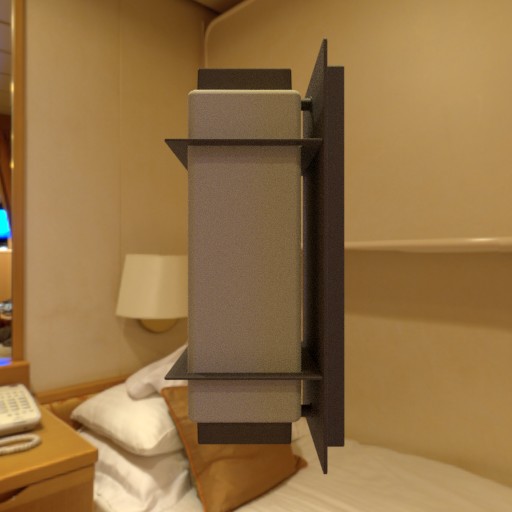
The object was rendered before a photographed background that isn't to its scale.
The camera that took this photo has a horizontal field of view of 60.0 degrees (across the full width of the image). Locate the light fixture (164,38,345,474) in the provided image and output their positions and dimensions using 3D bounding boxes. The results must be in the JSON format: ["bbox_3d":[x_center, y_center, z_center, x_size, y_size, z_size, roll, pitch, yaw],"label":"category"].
[{"bbox_3d":[0.000,0.000,0.426,0.146,0.347,0.153,0,0,0],"label":"light fixture"}]
